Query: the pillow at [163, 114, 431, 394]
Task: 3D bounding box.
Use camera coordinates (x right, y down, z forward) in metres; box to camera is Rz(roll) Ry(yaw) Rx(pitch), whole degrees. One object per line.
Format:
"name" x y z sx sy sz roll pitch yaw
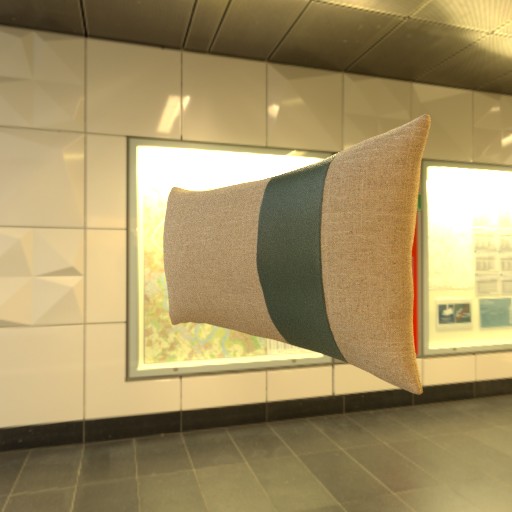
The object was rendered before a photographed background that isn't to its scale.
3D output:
"pillow" 0.000 0.000 1.007 0.197 0.429 0.859 0 -1 -37
